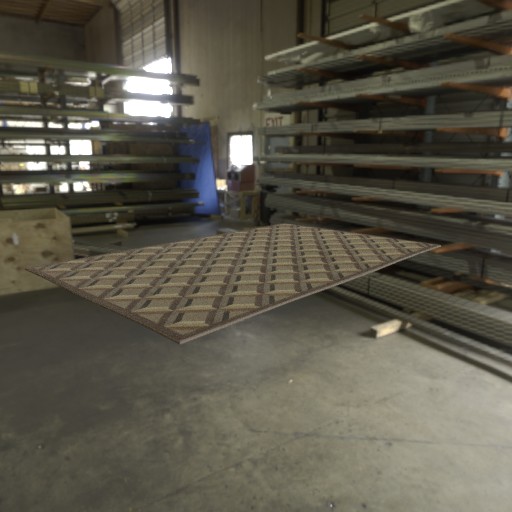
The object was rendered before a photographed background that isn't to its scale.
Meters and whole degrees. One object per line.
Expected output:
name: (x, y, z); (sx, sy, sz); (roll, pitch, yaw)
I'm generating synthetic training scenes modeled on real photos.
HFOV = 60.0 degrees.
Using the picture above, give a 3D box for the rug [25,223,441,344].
rug: (0.000, 0.000, 2.069); (1.066, 0.011, 1.677); (12, 18, 42)
